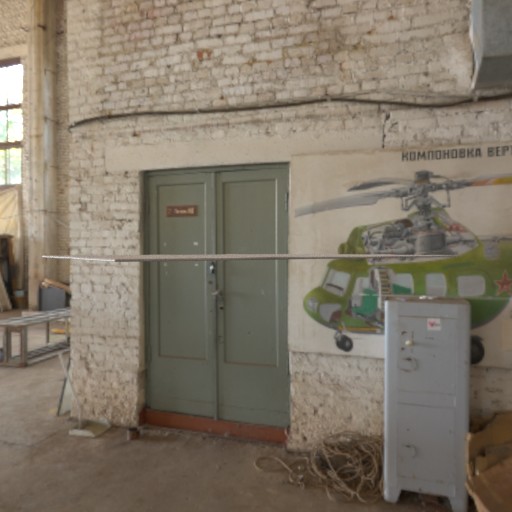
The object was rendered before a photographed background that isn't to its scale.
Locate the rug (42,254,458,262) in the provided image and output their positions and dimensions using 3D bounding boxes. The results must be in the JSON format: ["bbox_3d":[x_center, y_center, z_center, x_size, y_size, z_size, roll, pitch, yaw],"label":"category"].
[{"bbox_3d":[0.000,0.000,3.077,2.460,0.016,1.545,0,1,-35],"label":"rug"}]
